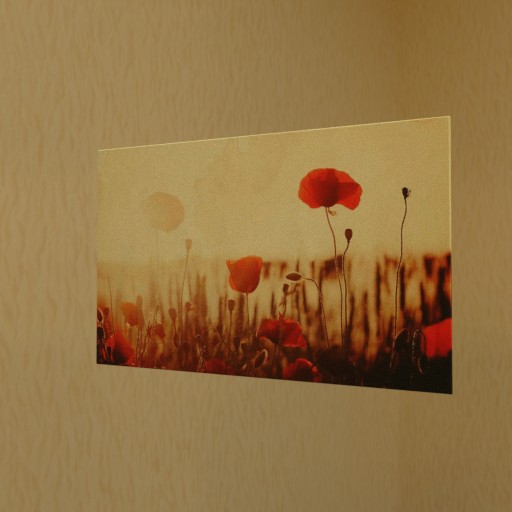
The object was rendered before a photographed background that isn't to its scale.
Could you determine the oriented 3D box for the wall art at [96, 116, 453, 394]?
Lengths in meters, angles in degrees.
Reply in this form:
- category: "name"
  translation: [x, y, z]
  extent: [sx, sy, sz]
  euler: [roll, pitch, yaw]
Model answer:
- category: "wall art"
  translation: [0.000, 0.000, 0.476]
  extent: [0.383, 0.251, 0.037]
  euler: [0, -1, 19]
